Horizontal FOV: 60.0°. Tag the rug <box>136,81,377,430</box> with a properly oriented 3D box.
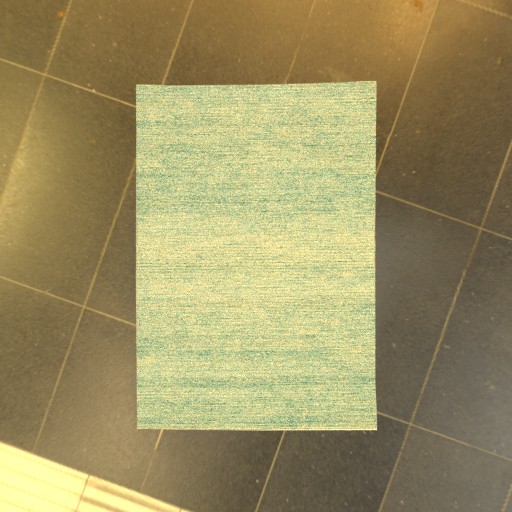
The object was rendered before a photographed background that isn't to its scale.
[{"bbox_3d":[0.000,0.000,2.928,1.593,0.029,2.305,0,90,1],"label":"rug"}]
